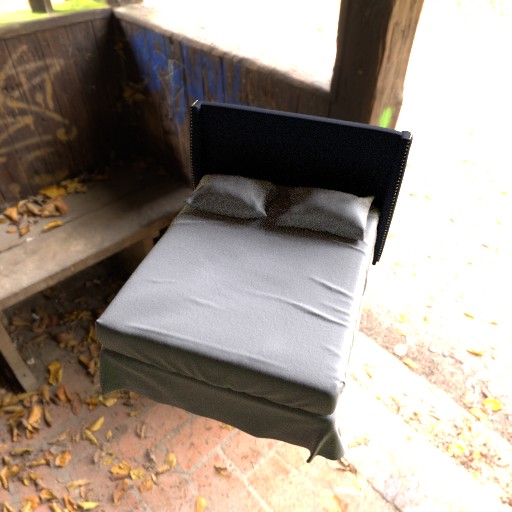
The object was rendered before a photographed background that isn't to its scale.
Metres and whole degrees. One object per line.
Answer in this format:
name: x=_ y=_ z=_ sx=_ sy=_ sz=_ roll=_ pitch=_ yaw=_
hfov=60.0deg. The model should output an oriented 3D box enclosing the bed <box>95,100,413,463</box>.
bed: x=0.000 y=0.000 z=3.428 sx=1.925 sy=1.332 sz=2.276 roll=13 pitch=45 yaw=13
